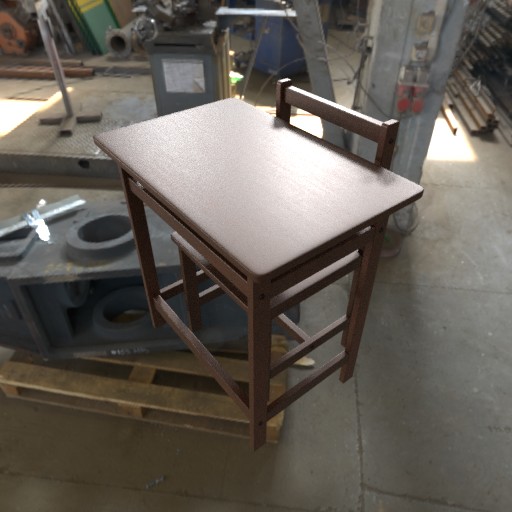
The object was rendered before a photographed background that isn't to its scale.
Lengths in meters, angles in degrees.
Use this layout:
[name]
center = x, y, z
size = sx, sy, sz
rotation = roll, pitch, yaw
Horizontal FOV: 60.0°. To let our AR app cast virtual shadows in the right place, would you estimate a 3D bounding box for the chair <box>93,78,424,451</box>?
[chair]
center = 0.000, 0.000, 1.082
size = 0.463, 0.673, 0.599
rotation = -26, 46, -29
